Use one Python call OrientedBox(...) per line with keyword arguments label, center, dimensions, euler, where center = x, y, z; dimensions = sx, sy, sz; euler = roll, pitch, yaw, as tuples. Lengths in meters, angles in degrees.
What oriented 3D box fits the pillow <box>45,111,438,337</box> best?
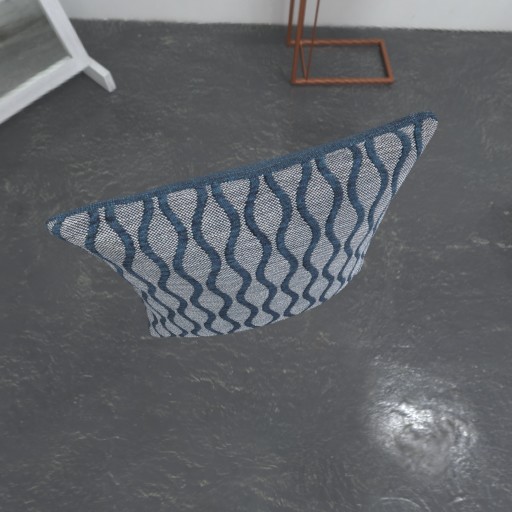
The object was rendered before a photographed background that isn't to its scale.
OrientedBox(label="pillow", center=(0.000, 0.000, 0.655), dimensions=(0.435, 0.435, 0.159), euler=(-18, 67, -8))
